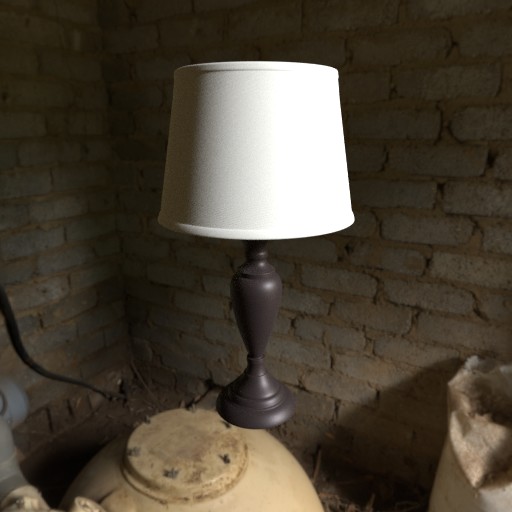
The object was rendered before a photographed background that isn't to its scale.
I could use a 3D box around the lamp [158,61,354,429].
[{"bbox_3d":[0.000,0.000,0.794,0.335,0.611,0.335,0,16,0],"label":"lamp"}]
